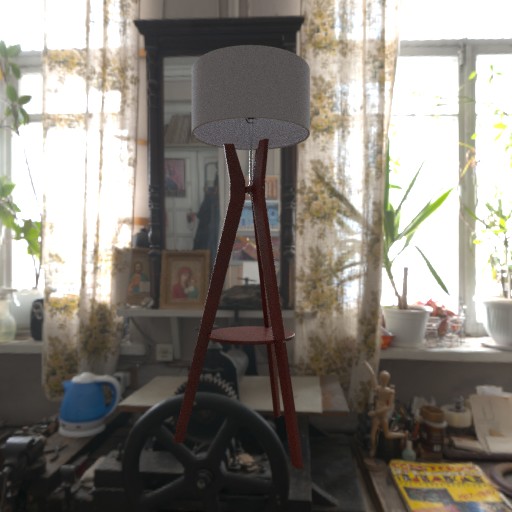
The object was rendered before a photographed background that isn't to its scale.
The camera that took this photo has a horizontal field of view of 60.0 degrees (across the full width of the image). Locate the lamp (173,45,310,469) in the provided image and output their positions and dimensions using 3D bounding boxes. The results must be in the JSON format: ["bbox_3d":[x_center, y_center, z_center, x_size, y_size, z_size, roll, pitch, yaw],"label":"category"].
[{"bbox_3d":[0.000,0.000,1.752,0.539,1.472,0.542,0,0,-35],"label":"lamp"}]
